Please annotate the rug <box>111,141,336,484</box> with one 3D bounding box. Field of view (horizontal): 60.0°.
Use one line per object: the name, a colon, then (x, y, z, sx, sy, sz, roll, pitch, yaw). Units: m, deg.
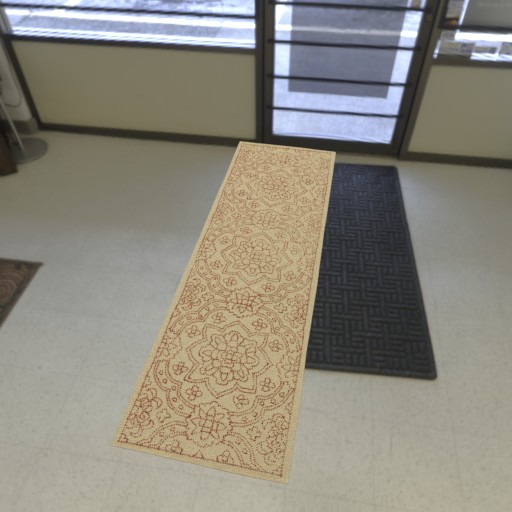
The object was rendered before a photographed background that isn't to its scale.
rug: (0.000, 0.000, 2.662, 0.769, 0.012, 2.448, 8, 47, 8)
